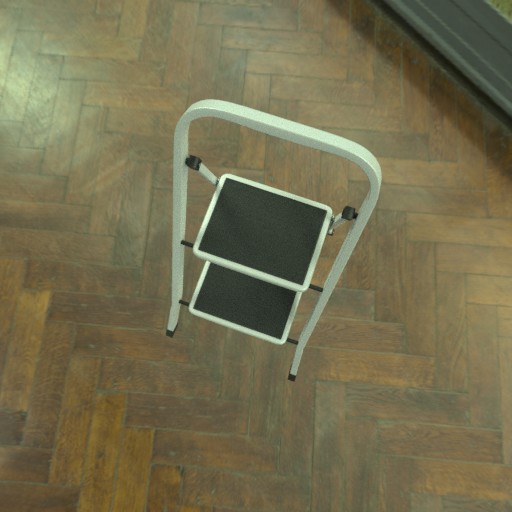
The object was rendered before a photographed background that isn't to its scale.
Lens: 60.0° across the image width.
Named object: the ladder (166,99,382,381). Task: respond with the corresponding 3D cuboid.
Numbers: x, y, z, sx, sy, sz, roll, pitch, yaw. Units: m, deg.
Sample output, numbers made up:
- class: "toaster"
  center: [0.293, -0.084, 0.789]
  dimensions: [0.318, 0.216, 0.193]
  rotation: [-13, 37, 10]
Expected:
- class: "ladder"
  center: [0.000, 0.000, 1.153]
  dimensions: [0.460, 0.810, 0.544]
  rotation: [19, 77, 4]
